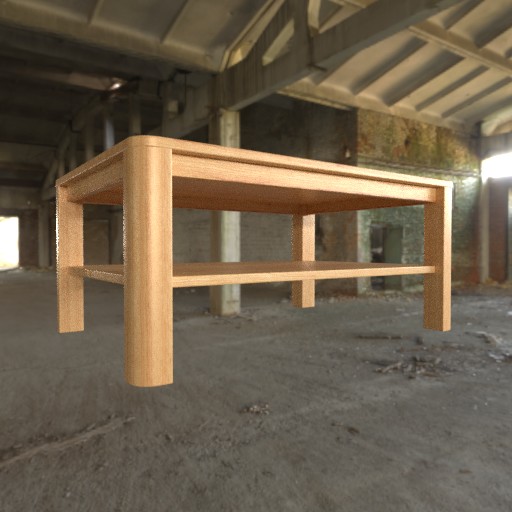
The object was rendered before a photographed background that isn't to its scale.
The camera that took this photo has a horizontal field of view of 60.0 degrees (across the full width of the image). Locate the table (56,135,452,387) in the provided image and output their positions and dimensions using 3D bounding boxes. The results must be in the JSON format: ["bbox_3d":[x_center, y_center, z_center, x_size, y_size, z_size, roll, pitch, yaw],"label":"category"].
[{"bbox_3d":[0.000,0.000,1.335,0.997,0.445,0.696,-1,1,-35],"label":"table"}]
